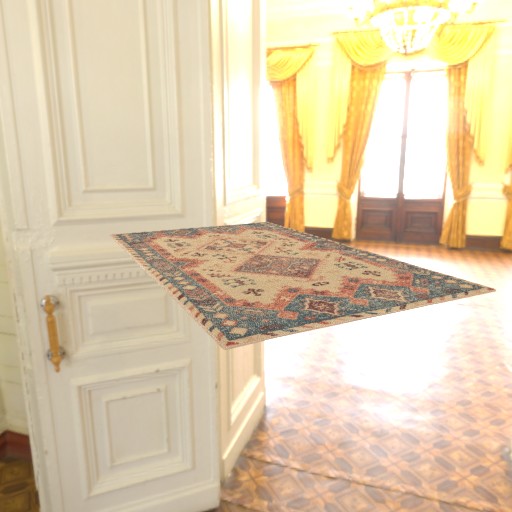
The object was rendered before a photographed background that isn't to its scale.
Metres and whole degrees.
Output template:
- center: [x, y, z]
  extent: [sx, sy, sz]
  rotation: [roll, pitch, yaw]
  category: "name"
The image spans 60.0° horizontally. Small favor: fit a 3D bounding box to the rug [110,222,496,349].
- center: [0.000, 0.000, 3.000]
  extent: [1.521, 0.023, 2.464]
  rotation: [-7, 15, -26]
  category: "rug"
